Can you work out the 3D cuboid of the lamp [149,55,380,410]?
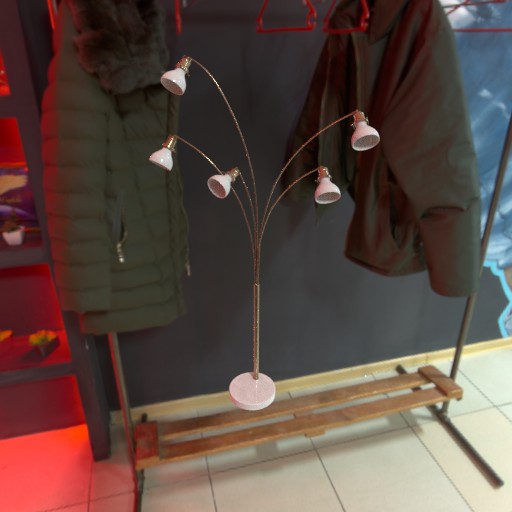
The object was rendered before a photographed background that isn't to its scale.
[{"bbox_3d":[0.000,0.000,2.952,1.405,2.423,0.361,8,27,16],"label":"lamp"}]
